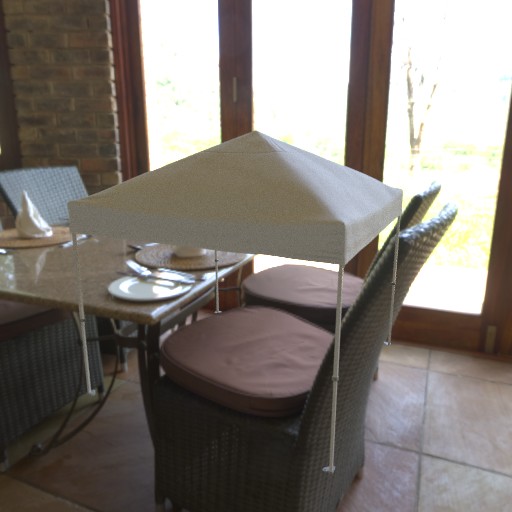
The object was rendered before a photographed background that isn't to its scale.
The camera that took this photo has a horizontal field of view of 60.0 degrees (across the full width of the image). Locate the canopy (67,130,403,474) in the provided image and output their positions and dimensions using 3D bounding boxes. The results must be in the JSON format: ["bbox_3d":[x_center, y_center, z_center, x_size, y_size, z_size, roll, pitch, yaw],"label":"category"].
[{"bbox_3d":[0.000,0.000,5.491,2.998,2.997,2.996,7,16,25],"label":"canopy"}]
